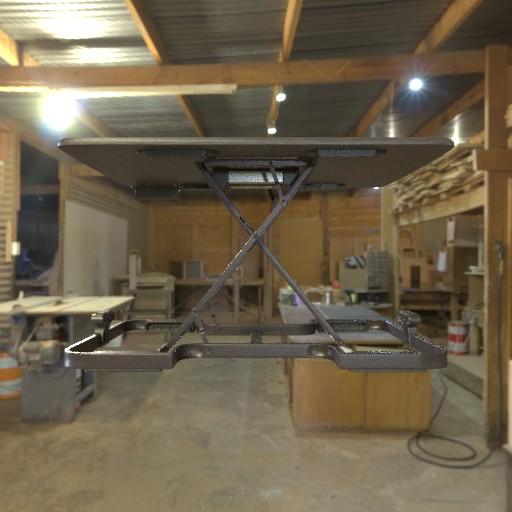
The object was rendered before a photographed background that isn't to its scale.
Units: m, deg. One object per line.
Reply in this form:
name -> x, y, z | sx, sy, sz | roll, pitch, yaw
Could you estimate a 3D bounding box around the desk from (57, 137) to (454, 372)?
desk -> 0.000, 0.000, 1.144 | 0.820, 0.470, 0.546 | 0, 0, 0
